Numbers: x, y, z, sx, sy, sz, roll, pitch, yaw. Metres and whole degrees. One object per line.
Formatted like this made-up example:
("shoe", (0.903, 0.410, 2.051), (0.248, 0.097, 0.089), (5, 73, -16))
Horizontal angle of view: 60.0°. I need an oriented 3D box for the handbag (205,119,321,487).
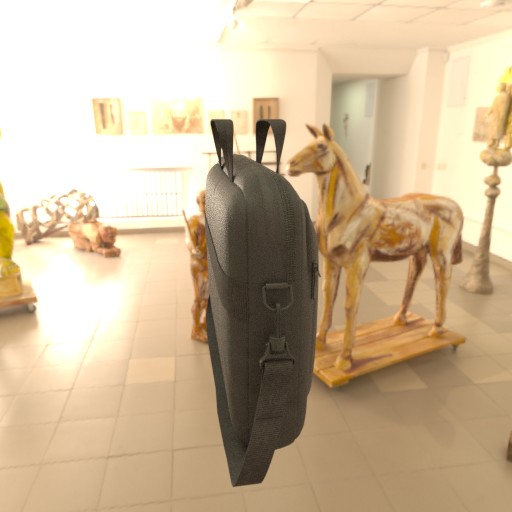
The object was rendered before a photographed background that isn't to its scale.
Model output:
("handbag", (0.000, 0.000, 0.413), (0.089, 0.244, 0.320), (-3, 17, -9))
